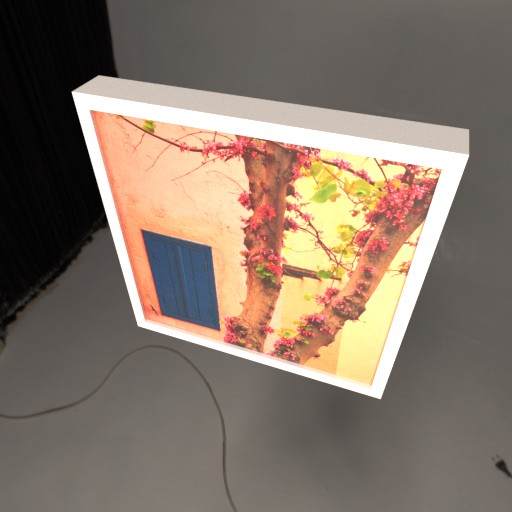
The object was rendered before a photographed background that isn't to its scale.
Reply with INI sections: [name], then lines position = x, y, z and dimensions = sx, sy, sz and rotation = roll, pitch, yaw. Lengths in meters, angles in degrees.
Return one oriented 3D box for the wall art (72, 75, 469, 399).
[wall art]
position = 0.000, 0.000, 0.438
dimensions = 0.305, 0.302, 0.038
rotation = 13, 44, 14
